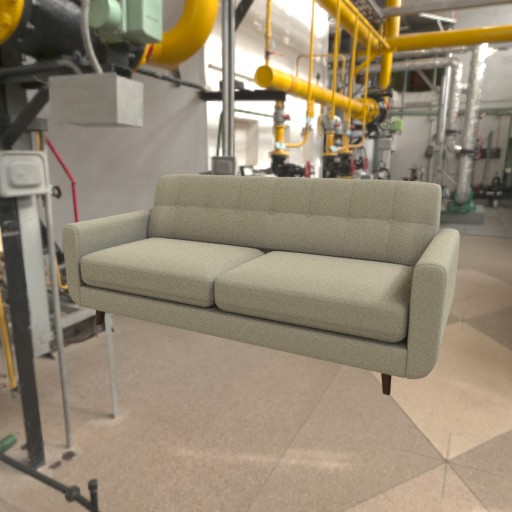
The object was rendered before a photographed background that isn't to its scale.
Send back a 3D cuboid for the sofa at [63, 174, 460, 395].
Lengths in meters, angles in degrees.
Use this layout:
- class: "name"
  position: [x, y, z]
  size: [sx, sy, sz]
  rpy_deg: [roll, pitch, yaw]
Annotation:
- class: "sofa"
  position: [0.000, 0.000, 2.616]
  size: [2.137, 0.892, 0.980]
  rpy_deg: [7, 15, 27]
